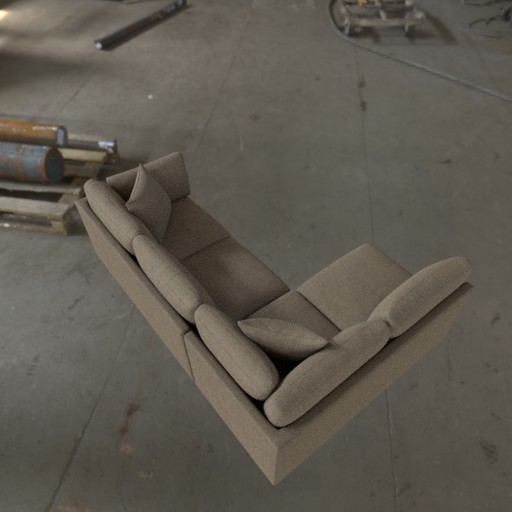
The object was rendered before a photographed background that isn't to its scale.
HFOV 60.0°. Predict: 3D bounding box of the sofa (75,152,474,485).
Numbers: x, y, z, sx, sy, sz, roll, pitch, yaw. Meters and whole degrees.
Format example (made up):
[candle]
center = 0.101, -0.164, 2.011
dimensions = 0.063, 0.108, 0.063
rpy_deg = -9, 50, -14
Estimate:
[sofa]
center = 0.000, 0.000, 3.865
dimensions = 1.994, 0.978, 2.896
rpy_deg = -30, 53, -26
